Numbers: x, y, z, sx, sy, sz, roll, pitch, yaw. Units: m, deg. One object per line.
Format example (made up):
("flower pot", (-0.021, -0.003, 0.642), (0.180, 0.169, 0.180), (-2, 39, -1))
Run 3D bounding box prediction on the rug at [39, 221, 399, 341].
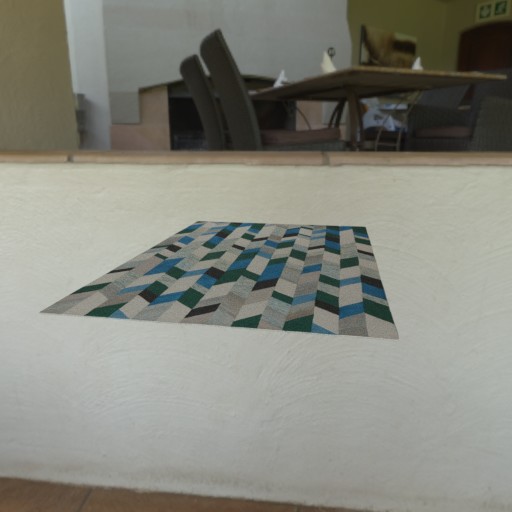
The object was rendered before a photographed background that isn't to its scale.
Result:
("rug", (0.000, 0.000, 2.326), (1.229, 0.005, 1.827), (3, 15, 10))
